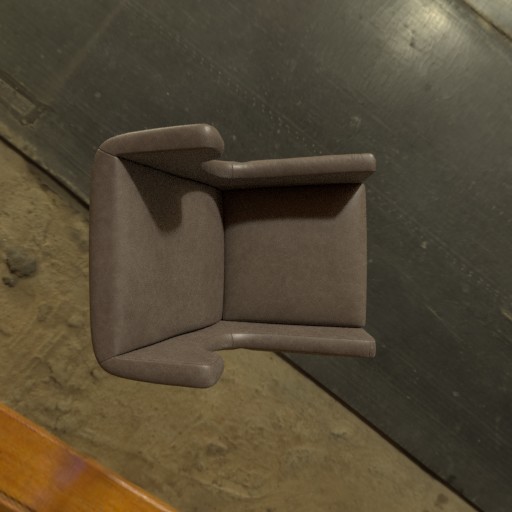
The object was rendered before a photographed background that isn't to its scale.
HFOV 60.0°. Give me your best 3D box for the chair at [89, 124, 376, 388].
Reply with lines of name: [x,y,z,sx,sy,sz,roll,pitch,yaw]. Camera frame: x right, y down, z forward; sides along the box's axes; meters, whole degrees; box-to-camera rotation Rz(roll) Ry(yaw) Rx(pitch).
chair: [0.000,0.000,1.669,0.899,1.079,0.769,0,90,1]
